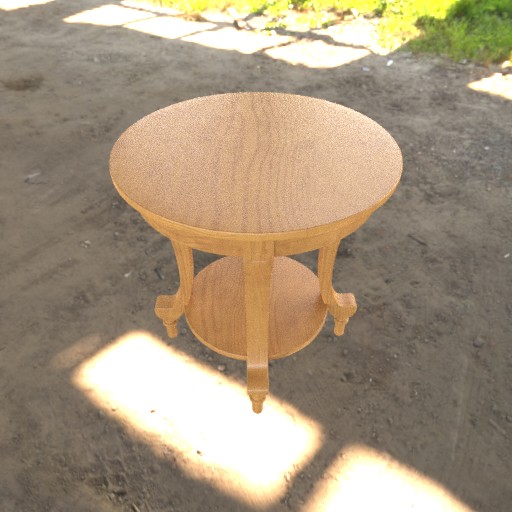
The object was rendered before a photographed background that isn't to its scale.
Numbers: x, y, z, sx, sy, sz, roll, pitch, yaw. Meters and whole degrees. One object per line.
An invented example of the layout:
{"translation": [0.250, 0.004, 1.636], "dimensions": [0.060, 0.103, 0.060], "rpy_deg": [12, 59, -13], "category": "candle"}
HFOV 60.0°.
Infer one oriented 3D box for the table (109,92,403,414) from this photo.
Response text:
{"translation": [0.000, 0.000, 1.126], "dimensions": [0.597, 0.612, 0.597], "rpy_deg": [0, 41, 0], "category": "table"}
